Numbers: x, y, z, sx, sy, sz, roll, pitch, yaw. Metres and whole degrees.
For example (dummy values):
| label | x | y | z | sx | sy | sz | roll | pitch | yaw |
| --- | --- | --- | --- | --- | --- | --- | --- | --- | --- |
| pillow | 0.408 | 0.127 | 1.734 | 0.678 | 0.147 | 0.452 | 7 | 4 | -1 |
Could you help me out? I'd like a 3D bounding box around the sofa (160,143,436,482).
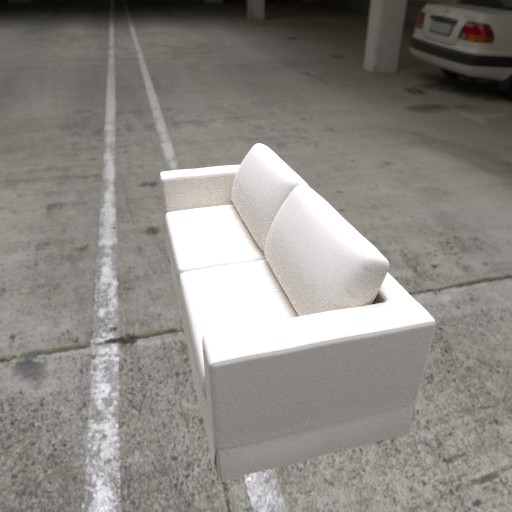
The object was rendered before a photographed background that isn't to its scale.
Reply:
| label | x | y | z | sx | sy | sz | roll | pitch | yaw |
| --- | --- | --- | --- | --- | --- | --- | --- | --- | --- |
| sofa | 0.000 | 0.000 | 2.667 | 0.954 | 0.881 | 2.163 | -8 | 31 | -13 |
